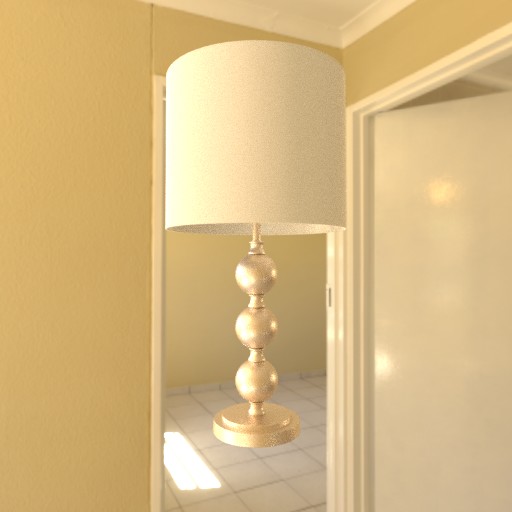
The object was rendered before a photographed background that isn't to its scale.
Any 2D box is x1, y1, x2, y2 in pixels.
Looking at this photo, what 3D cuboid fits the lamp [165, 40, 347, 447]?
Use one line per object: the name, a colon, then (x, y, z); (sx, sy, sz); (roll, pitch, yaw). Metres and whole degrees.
lamp: (0.000, 0.000, 0.689); (0.277, 0.538, 0.277); (0, -1, -36)
